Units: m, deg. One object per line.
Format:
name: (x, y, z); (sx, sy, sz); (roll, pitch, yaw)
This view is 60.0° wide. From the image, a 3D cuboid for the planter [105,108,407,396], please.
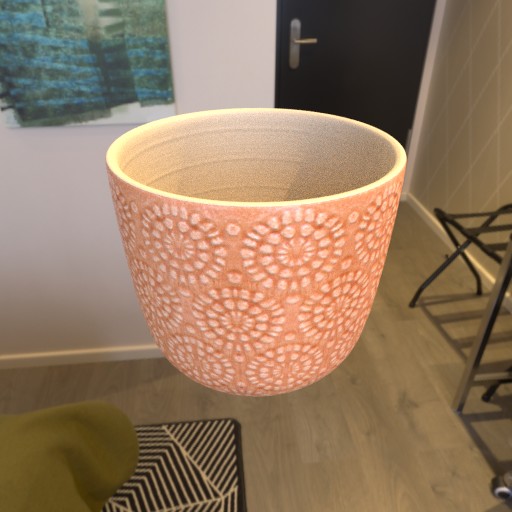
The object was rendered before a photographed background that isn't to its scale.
planter: (0.000, 0.000, 0.366); (0.208, 0.190, 0.208); (0, 32, 0)
